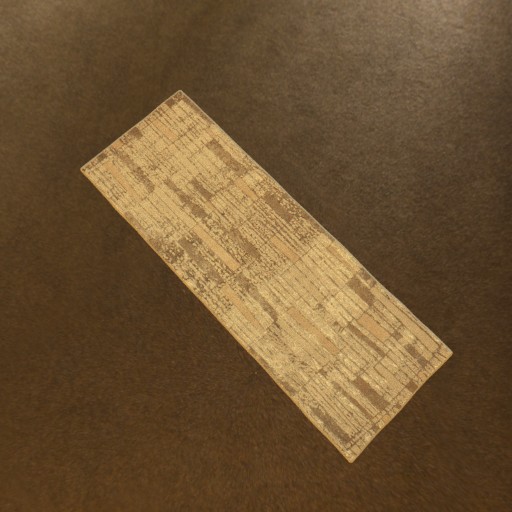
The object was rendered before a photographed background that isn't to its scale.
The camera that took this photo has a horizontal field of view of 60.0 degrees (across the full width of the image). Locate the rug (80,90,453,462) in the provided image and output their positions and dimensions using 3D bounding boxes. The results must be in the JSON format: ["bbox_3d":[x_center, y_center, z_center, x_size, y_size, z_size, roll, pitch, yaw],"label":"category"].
[{"bbox_3d":[0.000,0.000,2.678,0.857,0.018,2.383,-42,79,-10],"label":"rug"}]
